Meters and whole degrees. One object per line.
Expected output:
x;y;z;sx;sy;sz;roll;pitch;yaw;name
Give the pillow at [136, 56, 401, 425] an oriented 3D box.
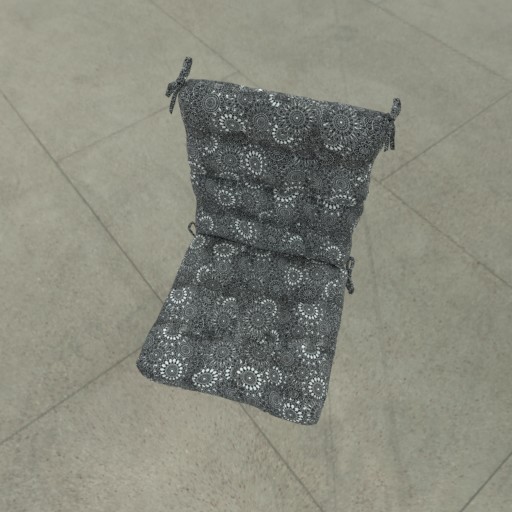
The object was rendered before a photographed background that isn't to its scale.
0.000;0.000;1.039;0.519;0.605;0.571;13;59;8;pillow
